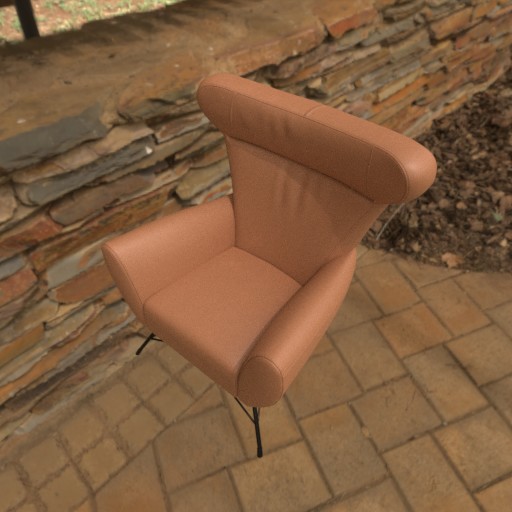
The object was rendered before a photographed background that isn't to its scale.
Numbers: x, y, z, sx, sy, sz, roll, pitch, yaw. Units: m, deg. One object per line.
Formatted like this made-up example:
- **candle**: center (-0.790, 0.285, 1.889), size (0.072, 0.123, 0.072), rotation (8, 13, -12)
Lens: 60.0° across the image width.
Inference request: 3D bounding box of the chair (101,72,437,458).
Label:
- **chair**: center (0.000, 0.000, 1.769), size (0.980, 1.050, 0.900), rotation (30, 53, 26)
